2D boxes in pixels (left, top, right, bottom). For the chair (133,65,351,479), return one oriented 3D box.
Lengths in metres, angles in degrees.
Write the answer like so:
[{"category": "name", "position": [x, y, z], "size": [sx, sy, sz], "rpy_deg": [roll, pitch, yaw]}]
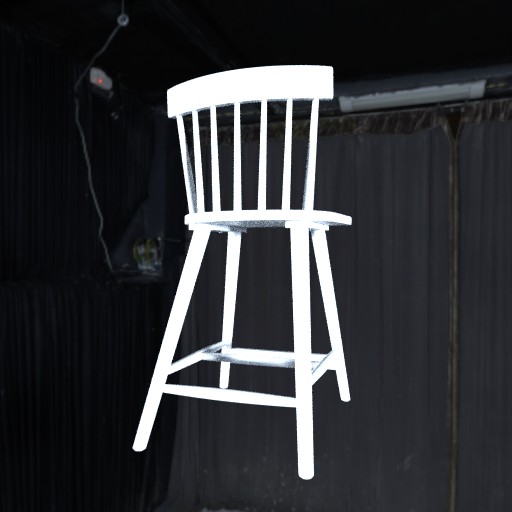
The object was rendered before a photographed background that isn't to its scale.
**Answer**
[{"category": "chair", "position": [0.000, 0.000, 1.277], "size": [0.483, 0.952, 0.572], "rpy_deg": [0, 0, 19]}]
